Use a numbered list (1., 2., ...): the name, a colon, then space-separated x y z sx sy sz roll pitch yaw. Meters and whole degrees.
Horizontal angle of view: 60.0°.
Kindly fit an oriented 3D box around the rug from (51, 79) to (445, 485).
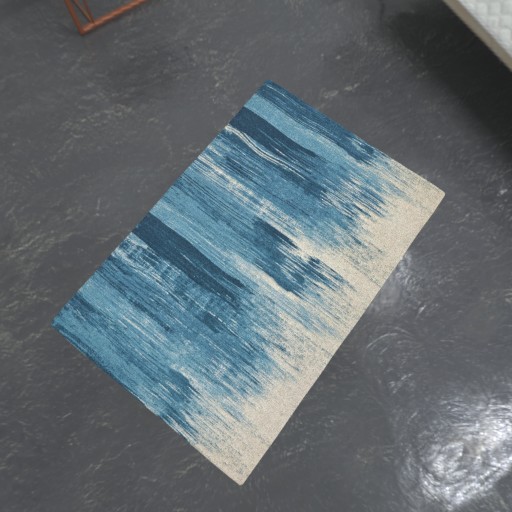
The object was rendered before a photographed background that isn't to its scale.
1. rug: 0.000 0.000 2.330 1.232 0.009 1.836 36 77 10
